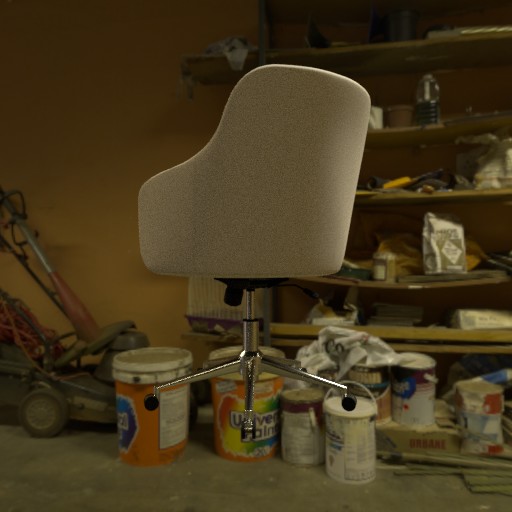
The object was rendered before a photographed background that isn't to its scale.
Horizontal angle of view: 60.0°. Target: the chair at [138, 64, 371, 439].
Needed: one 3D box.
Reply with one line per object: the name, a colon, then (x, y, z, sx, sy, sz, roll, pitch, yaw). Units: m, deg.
chair: (0.000, 0.000, 1.249, 0.602, 0.819, 0.647, 0, -1, -35)
